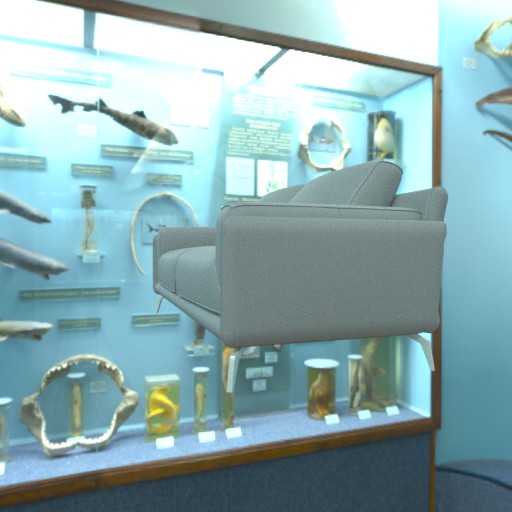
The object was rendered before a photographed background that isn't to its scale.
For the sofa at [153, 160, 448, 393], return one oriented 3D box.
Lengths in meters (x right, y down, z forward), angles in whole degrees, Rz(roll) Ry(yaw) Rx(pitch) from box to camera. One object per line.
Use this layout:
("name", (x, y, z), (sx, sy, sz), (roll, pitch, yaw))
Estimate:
("sofa", (0.000, 0.000, 2.597), (0.969, 0.900, 2.100), (0, 1, -20))
